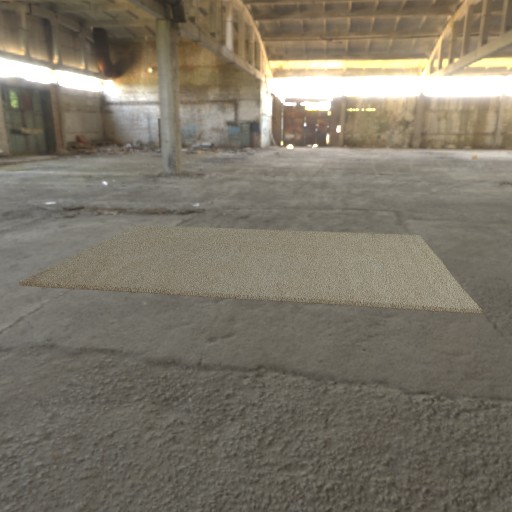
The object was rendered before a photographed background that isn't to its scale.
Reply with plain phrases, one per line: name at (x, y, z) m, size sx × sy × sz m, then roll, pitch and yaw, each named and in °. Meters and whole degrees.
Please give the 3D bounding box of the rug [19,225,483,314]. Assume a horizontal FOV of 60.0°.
rug at (0.000, 0.000, 2.918) m, size 2.346 × 0.025 × 1.500 m, roll 3°, pitch 16°, yaw 9°
